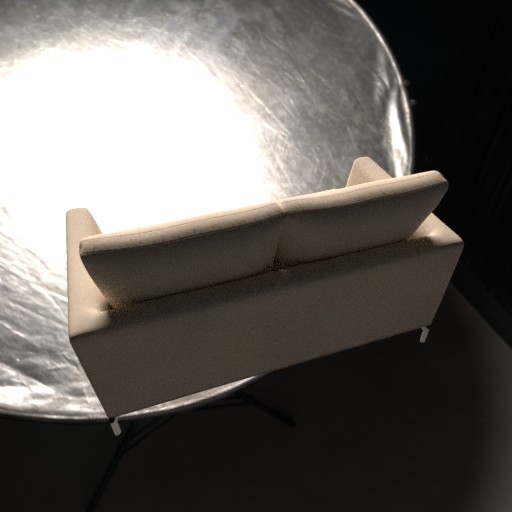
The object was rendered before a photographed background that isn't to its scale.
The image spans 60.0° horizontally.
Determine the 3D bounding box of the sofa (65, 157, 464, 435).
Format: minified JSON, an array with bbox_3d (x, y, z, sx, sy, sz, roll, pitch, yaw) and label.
[{"bbox_3d":[0.000,0.000,2.260,1.739,0.995,0.906,-13,42,-14],"label":"sofa"}]
